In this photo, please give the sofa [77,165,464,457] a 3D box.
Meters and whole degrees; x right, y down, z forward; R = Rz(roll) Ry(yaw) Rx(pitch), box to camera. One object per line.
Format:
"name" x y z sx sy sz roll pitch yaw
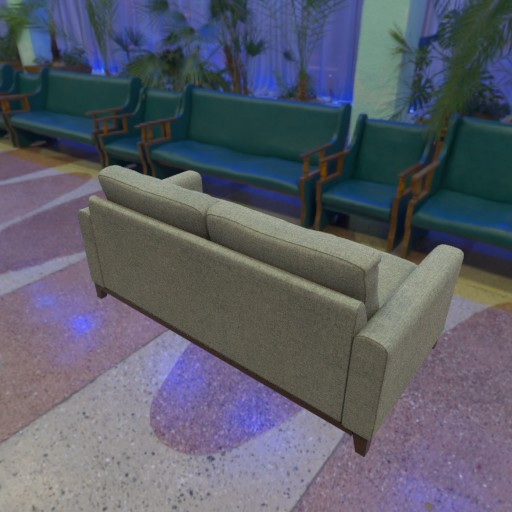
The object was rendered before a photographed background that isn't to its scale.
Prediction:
"sofa" 0.000 0.000 2.517 1.978 0.892 0.969 21 36 32
